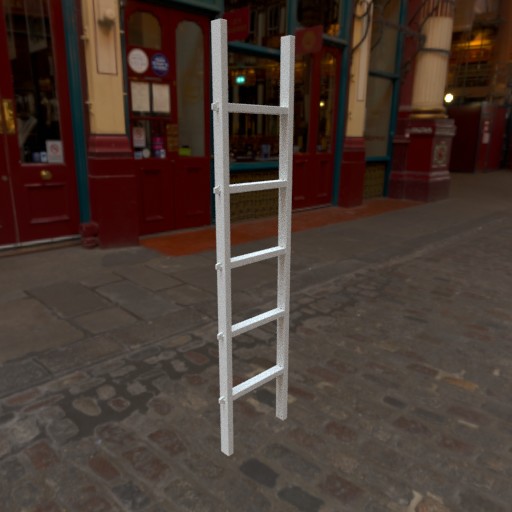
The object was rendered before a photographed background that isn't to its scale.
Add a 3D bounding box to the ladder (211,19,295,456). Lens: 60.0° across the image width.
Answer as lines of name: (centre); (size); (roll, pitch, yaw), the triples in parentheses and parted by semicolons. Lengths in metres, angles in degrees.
ladder: (0.000, 0.000, 1.931); (0.051, 1.797, 0.452); (15, 21, 43)
